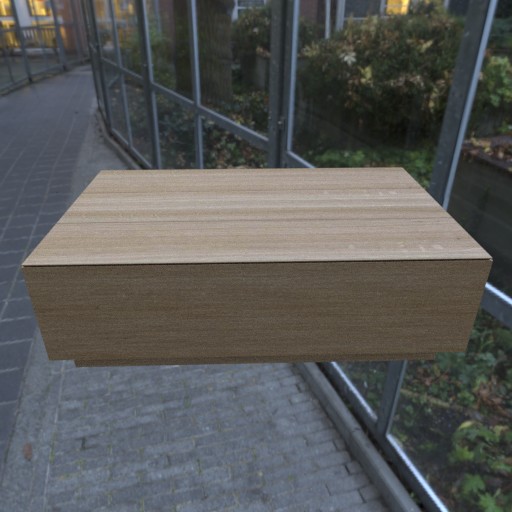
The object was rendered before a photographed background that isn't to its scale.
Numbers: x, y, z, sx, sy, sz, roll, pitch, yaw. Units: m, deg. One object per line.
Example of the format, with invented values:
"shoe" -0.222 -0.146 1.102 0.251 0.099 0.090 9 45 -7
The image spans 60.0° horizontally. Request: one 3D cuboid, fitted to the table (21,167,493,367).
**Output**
"table" 0.000 0.000 1.421 1.110 0.353 0.678 -1 30 -2
